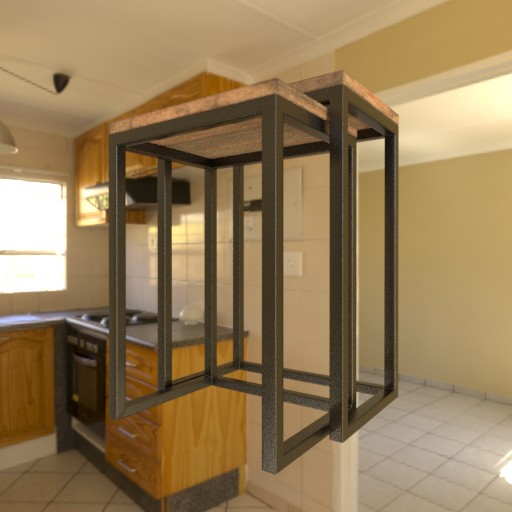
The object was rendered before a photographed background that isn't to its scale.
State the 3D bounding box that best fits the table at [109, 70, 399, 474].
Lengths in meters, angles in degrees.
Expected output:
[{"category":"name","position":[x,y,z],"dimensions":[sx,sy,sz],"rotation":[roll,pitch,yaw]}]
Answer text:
[{"category":"table","position":[0.000,0.000,0.916],"dimensions":[0.456,0.615,0.460],"rotation":[0,0,37]}]
